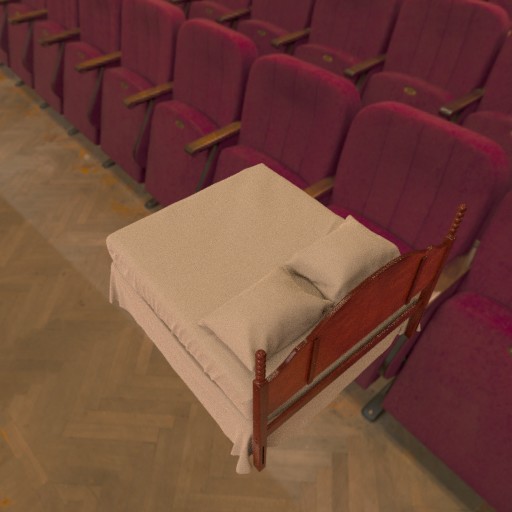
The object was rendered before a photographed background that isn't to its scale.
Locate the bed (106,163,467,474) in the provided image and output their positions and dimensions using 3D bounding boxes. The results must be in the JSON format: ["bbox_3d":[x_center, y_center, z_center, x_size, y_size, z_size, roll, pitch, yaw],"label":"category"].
[{"bbox_3d":[0.000,0.000,3.309,1.873,1.356,2.040,-31,53,-27],"label":"bed"}]
